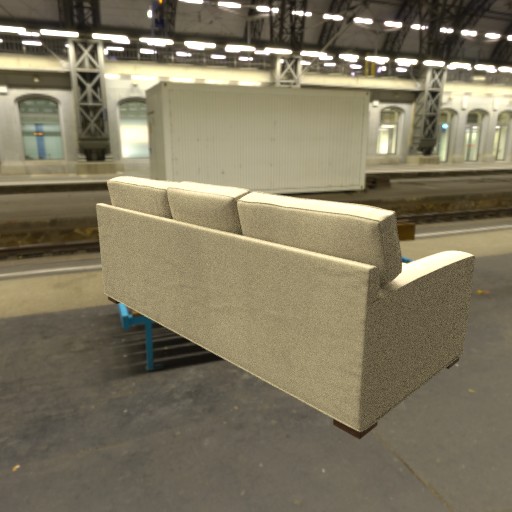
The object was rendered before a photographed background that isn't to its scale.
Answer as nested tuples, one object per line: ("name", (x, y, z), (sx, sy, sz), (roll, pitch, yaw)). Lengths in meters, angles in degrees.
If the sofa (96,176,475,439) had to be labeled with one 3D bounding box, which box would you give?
("sofa", (0.000, 0.000, 2.557), (0.936, 0.862, 2.093), (-14, 20, -42))
